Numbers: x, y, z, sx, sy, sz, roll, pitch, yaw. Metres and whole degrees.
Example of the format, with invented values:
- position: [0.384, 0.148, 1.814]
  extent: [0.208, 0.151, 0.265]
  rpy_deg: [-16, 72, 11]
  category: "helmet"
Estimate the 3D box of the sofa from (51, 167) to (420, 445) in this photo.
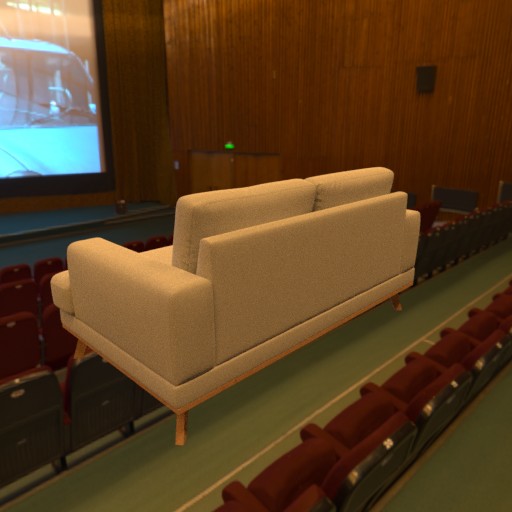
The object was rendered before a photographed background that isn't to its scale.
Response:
- position: [0.000, 0.000, 2.156]
  extent: [0.915, 0.810, 1.651]
  rpy_deg: [17, 24, 42]
  category: "sofa"
